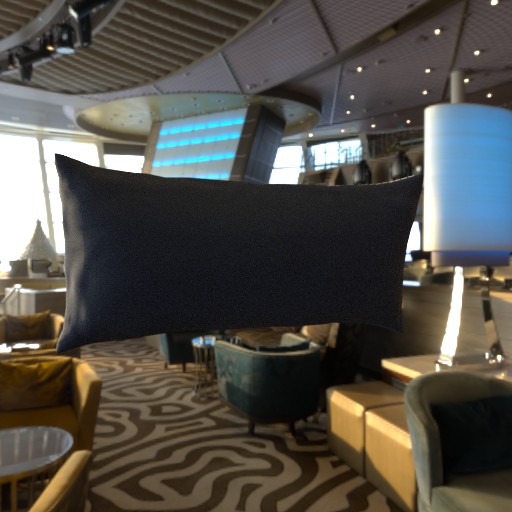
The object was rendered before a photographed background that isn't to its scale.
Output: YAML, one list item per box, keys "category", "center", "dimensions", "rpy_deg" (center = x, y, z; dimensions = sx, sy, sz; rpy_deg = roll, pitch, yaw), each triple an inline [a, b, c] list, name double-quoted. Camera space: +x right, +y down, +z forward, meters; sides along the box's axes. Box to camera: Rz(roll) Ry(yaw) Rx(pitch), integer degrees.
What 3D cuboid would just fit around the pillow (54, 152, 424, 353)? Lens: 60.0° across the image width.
- category: "pillow"
  center: [0.000, 0.000, 0.728]
  dimensions: [0.608, 0.292, 0.156]
  rpy_deg: [0, 0, -18]
